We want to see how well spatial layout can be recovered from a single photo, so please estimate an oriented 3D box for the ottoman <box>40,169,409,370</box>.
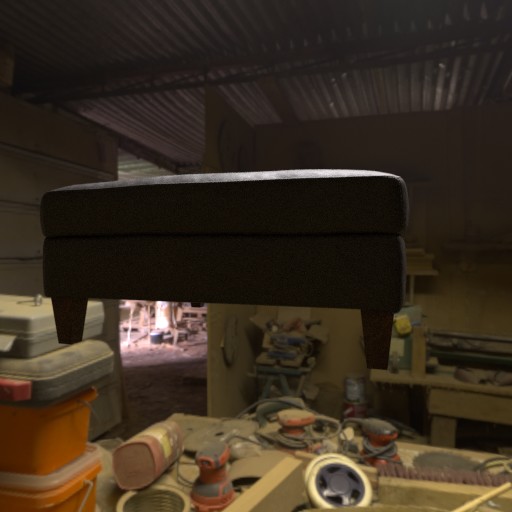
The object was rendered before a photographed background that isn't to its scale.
[{"bbox_3d":[0.000,0.000,1.299,0.844,0.415,0.836,0,1,18],"label":"ottoman"}]
